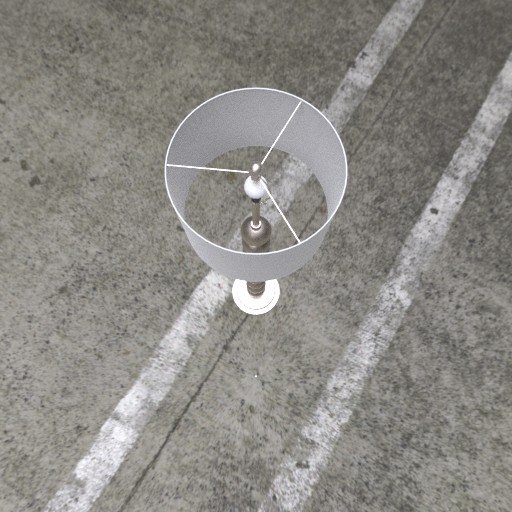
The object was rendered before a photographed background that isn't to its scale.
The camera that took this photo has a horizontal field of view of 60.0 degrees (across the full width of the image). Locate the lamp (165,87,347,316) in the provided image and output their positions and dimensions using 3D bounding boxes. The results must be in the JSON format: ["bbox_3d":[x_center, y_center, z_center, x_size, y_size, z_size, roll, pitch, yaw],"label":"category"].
[{"bbox_3d":[0.000,0.000,1.654,0.394,1.474,0.394,31,77,8],"label":"lamp"}]
